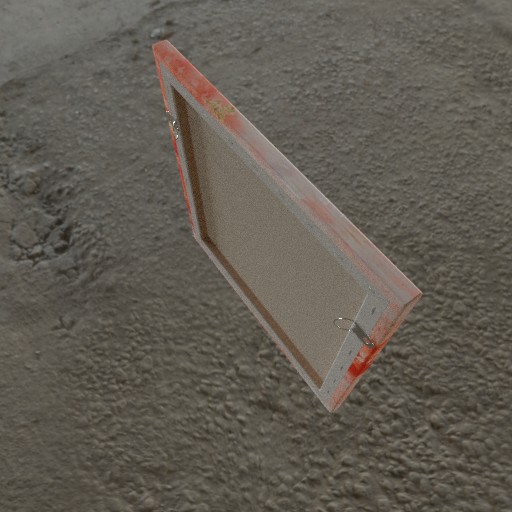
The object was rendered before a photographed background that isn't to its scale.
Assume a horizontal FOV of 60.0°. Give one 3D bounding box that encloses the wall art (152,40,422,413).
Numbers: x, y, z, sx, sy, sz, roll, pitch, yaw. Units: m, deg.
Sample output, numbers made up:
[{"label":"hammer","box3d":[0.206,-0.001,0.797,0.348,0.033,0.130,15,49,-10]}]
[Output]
[{"label":"wall art","box3d":[0.000,0.000,1.109,0.064,0.746,0.747,-32,64,-17]}]
